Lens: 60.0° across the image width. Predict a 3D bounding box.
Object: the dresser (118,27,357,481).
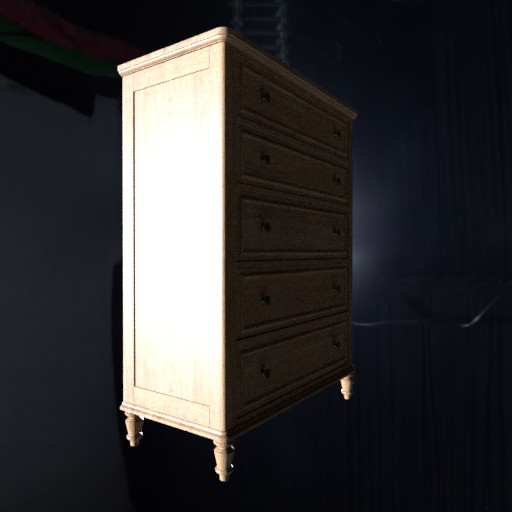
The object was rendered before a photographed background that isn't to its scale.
[{"bbox_3d":[0.000,0.000,1.794,0.484,1.318,0.973,0,1,35],"label":"dresser"}]
